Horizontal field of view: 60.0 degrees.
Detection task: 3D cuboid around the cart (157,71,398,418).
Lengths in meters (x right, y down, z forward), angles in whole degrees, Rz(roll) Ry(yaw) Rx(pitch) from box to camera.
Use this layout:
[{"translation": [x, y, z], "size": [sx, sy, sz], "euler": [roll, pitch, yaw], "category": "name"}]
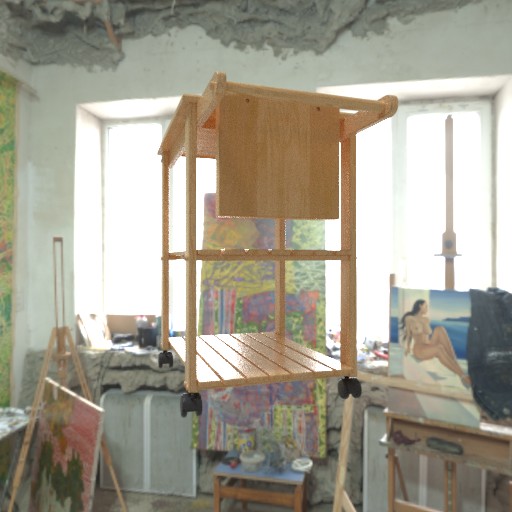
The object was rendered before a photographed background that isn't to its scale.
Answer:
[{"translation": [0.000, 0.000, 1.368], "size": [0.520, 0.816, 0.843], "euler": [0, 0, -18], "category": "cart"}]
